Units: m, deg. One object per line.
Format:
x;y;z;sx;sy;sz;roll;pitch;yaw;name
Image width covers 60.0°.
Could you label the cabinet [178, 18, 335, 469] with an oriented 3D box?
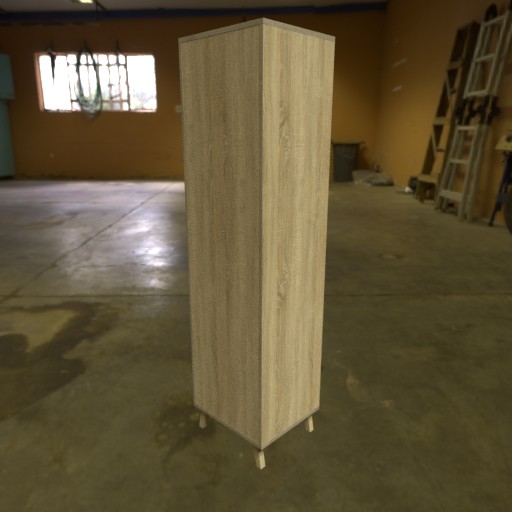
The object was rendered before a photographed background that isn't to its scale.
0.000;0.000;2.178;0.510;1.960;0.450;14;21;42;cabinet
